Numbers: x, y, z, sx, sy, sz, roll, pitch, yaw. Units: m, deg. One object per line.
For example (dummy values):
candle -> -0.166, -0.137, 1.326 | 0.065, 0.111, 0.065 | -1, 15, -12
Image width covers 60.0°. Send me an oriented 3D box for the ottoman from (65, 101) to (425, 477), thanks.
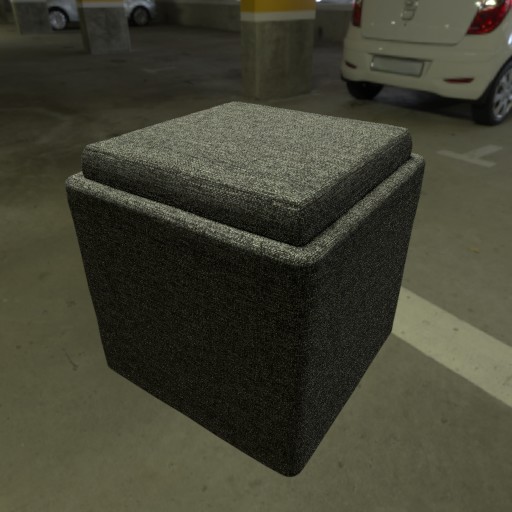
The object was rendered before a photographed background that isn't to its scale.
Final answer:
ottoman -> 0.000, 0.000, 0.827 | 0.450, 0.463, 0.450 | 20, 36, 29
